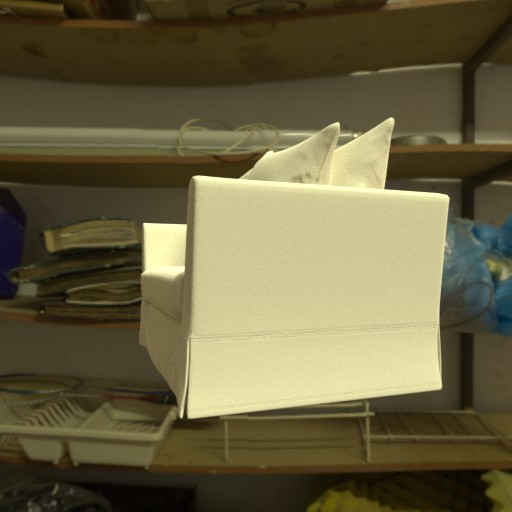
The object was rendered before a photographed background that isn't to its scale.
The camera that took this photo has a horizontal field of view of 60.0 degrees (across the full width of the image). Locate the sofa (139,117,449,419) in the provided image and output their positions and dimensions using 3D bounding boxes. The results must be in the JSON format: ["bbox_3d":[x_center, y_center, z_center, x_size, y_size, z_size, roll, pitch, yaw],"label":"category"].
[{"bbox_3d":[0.000,0.000,2.227,1.026,1.039,1.608,1,-2,-20],"label":"sofa"}]
